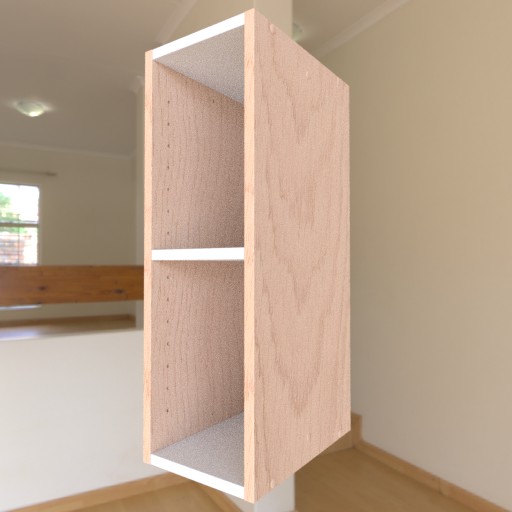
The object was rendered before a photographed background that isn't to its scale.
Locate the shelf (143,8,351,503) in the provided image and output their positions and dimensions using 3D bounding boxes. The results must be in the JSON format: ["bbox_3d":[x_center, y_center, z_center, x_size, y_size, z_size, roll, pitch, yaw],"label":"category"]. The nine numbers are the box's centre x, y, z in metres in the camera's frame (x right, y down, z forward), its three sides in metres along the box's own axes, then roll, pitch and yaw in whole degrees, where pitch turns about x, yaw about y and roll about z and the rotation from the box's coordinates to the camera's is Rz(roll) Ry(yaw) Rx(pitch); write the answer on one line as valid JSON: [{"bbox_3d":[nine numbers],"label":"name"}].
[{"bbox_3d":[0.000,0.000,0.711,0.200,0.600,0.290,-1,-1,35],"label":"shelf"}]
